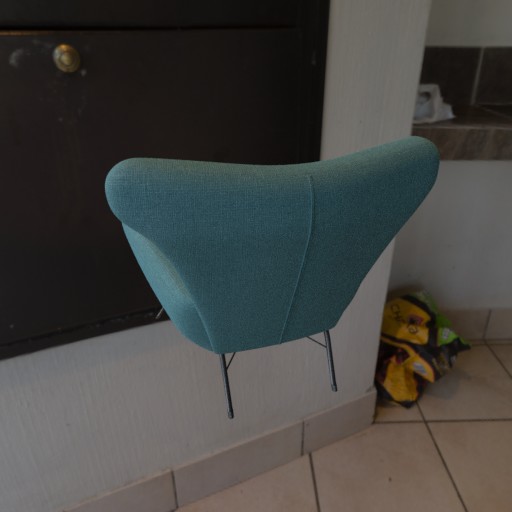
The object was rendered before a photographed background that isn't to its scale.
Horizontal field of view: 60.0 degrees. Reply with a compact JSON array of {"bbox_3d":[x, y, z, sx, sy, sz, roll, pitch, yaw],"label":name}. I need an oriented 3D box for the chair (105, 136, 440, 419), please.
[{"bbox_3d":[0.000,0.000,1.753,1.050,0.980,0.900,-9,28,-18],"label":"chair"}]
